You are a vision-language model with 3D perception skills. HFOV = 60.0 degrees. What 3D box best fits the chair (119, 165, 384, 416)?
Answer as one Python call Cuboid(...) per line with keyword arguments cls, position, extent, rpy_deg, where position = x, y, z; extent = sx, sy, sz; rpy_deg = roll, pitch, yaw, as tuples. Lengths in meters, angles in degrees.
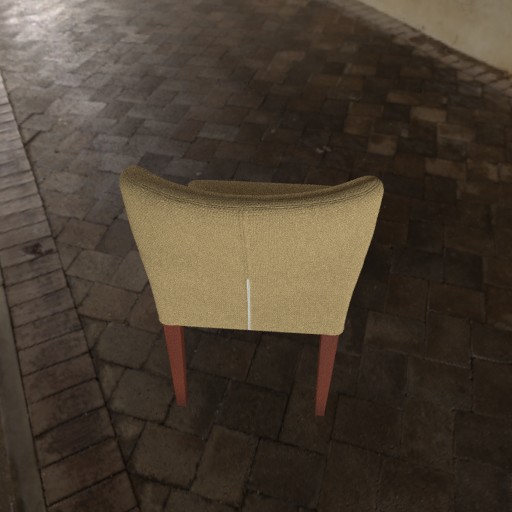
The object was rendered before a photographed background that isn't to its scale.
Cuboid(cls="chair", position=(0.000, 0.000, 1.191), extent=(0.491, 0.839, 0.589), rpy_deg=(3, 47, 3))
